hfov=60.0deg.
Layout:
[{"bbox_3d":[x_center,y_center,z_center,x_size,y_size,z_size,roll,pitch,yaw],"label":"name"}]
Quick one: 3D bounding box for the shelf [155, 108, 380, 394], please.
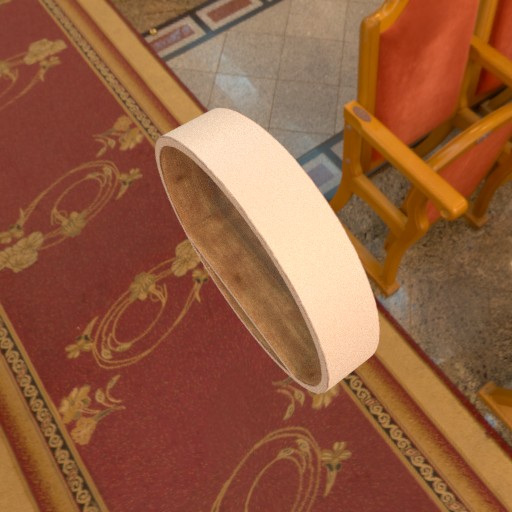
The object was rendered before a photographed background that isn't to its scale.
[{"bbox_3d":[0.000,0.000,1.257,0.158,0.807,0.806,-33,68,-15],"label":"shelf"}]
